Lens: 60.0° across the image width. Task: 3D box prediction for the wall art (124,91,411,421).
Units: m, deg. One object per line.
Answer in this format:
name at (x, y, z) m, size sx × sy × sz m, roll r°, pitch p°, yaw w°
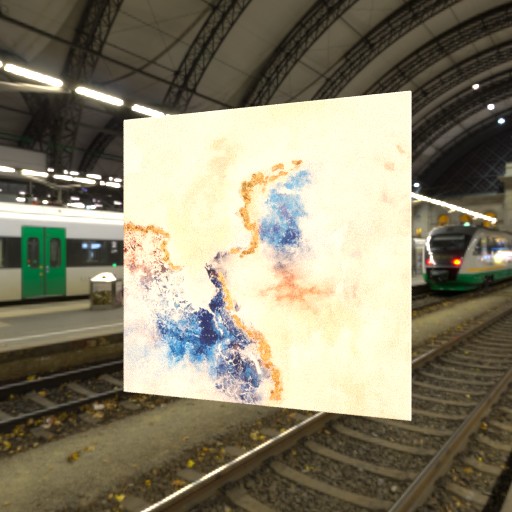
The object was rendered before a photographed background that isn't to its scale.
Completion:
wall art at (0.000, 0.000, 1.608) m, size 1.061 × 1.061 × 0.071 m, roll 0°, pitch 0°, yaw 17°
